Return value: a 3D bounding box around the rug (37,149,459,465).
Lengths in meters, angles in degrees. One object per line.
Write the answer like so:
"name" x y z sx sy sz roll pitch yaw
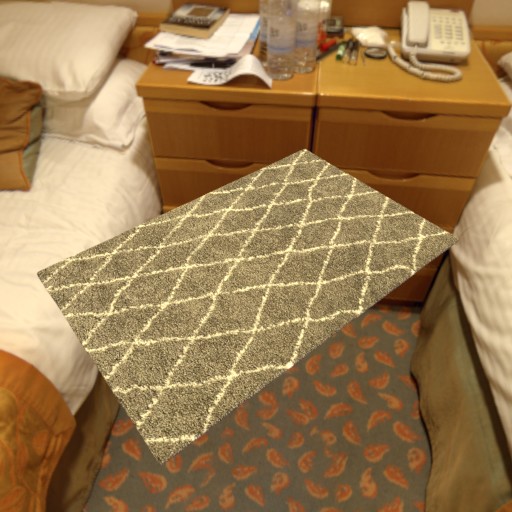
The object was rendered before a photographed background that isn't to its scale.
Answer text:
"rug" 0.000 0.000 3.403 2.743 0.030 1.778 -30 52 -27
